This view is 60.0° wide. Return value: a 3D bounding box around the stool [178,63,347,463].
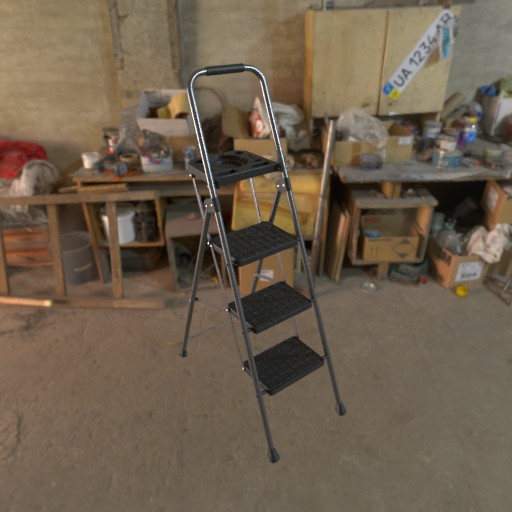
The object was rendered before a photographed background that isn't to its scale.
[{"bbox_3d":[0.000,0.000,1.643,0.396,1.277,0.733,-21,36,-31],"label":"stool"}]
